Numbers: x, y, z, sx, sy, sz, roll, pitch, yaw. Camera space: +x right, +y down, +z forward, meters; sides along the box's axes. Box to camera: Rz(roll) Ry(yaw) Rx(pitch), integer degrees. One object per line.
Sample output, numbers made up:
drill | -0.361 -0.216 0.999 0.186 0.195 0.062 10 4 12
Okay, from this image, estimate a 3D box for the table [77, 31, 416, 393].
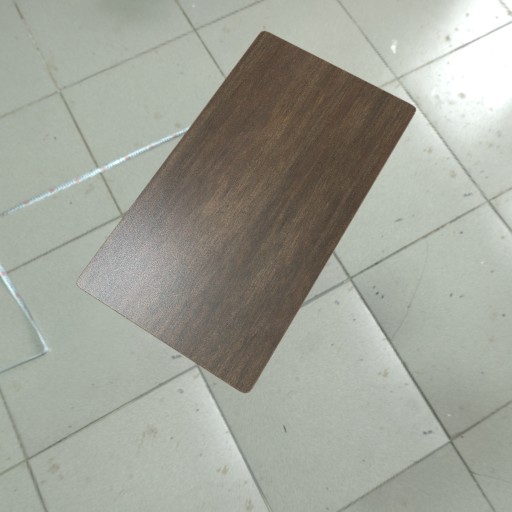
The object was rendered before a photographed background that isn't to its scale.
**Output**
table | 0.000 0.000 0.889 0.254 0.637 0.450 31 77 8
